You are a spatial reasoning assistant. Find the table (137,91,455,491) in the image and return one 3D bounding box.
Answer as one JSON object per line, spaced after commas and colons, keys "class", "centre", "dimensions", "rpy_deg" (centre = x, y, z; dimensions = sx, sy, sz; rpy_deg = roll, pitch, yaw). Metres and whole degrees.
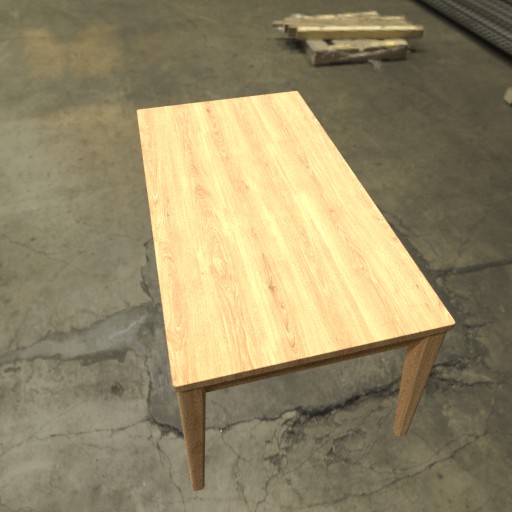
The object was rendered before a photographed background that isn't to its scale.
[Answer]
{"class": "table", "centre": [0.000, 0.000, 2.032], "dimensions": [0.900, 0.760, 1.600], "rpy_deg": [-10, 47, -10]}
